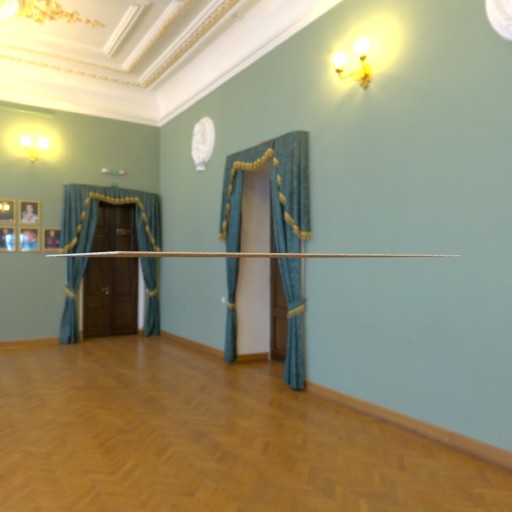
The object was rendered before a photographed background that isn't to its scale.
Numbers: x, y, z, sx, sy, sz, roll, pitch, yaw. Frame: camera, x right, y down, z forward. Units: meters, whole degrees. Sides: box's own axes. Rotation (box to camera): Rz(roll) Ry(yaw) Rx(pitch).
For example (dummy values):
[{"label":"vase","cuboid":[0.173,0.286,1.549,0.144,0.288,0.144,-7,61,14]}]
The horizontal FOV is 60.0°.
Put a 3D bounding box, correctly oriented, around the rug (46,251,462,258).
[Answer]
[{"label":"rug","cuboid":[0.000,0.000,2.908,2.284,0.008,1.522,0,-1,-35]}]
